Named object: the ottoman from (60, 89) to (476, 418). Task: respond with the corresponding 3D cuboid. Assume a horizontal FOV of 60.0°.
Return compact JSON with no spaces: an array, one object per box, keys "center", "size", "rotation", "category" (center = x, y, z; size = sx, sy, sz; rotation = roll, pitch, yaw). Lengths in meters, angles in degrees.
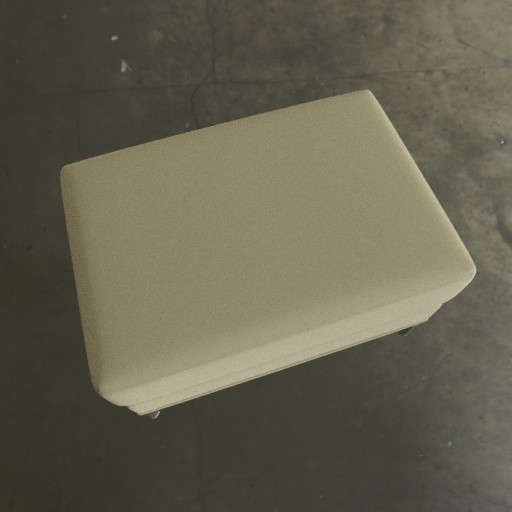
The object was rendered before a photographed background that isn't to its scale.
[{"center":[0.000,0.000,1.184],"size":[0.835,0.497,0.581],"rotation":[-16,65,-8],"category":"ottoman"}]
